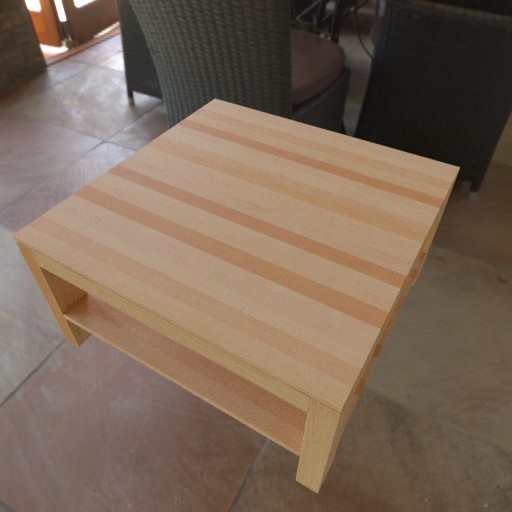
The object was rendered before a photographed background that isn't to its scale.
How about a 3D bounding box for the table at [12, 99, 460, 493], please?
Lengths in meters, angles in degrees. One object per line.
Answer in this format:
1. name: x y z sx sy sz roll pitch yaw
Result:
1. table: 0.000 0.000 1.388 0.900 0.450 0.900 23 49 22
